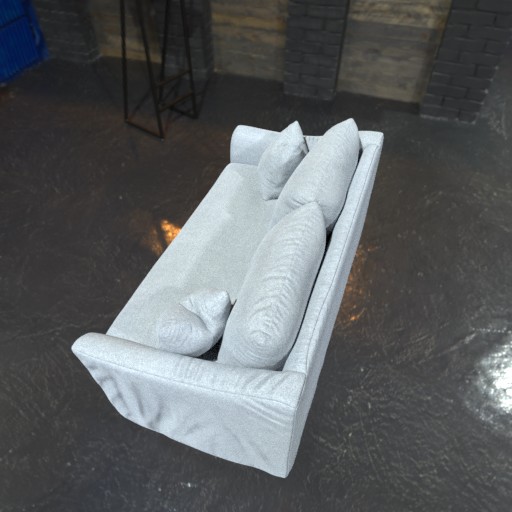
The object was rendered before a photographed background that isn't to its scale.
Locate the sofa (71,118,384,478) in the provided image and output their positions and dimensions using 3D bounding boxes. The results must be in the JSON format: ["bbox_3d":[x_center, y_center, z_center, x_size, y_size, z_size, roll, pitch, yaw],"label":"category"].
[{"bbox_3d":[0.000,0.000,2.610,1.072,1.018,2.010,15,48,14],"label":"sofa"}]
